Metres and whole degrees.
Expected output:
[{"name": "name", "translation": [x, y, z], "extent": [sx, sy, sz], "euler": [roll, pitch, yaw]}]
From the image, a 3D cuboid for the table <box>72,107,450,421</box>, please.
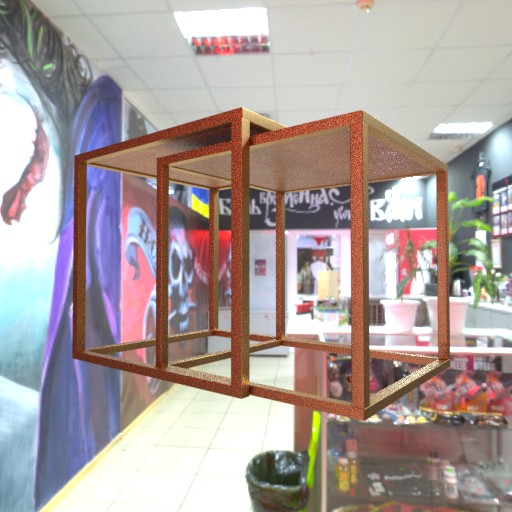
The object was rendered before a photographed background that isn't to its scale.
[{"name": "table", "translation": [0.000, 0.000, 1.064], "extent": [0.762, 0.505, 0.505], "euler": [-1, -2, 38]}]
